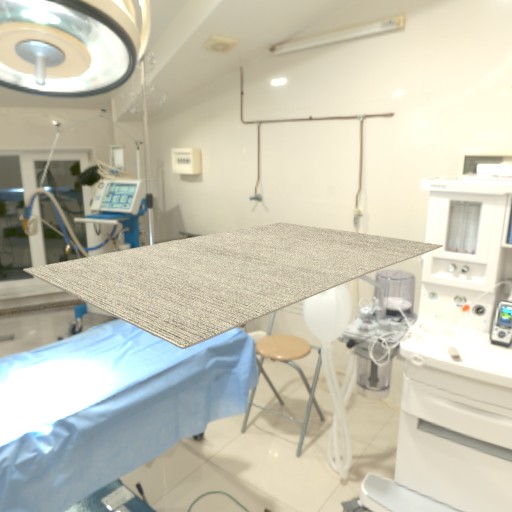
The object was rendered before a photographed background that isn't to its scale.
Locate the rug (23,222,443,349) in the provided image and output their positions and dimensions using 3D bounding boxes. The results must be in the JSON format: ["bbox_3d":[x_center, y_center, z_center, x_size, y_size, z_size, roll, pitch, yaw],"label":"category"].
[{"bbox_3d":[0.000,0.000,2.218,1.162,0.022,1.804,13,19,42],"label":"rug"}]
